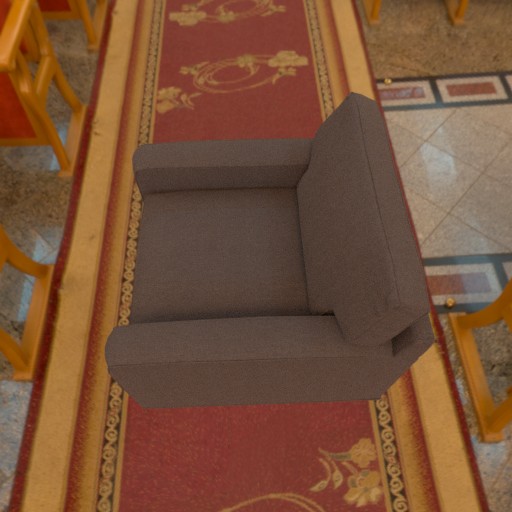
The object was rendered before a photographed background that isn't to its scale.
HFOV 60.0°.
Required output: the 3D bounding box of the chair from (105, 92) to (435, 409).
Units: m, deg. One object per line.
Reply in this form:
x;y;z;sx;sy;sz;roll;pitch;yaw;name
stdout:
0.000;0.000;1.805;1.043;0.913;0.997;-2;59;-1;chair
